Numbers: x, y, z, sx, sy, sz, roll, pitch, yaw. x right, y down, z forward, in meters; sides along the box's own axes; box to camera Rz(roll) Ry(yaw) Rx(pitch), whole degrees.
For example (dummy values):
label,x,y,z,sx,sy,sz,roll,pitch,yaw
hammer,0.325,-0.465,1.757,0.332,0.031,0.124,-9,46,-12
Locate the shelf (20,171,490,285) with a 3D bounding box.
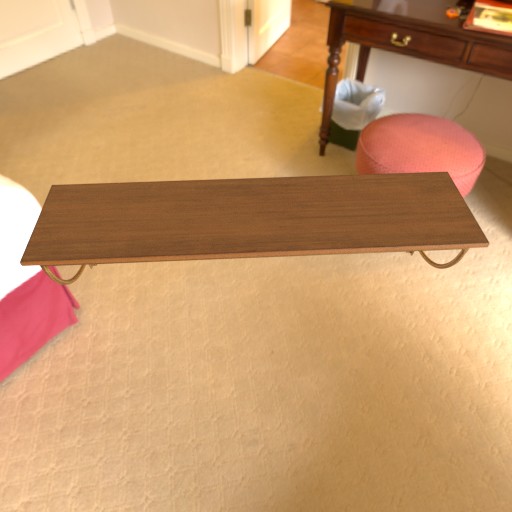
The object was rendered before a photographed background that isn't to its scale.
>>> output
label,x,y,z,sx,sy,sz,roll,pitch,yaw
shelf,0.000,0.000,0.723,0.636,0.190,0.166,-2,47,-2
